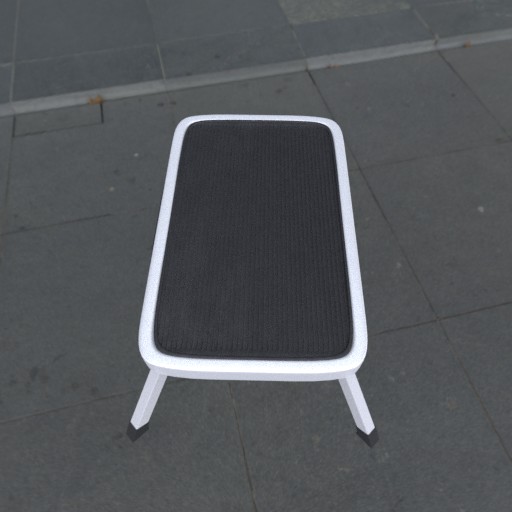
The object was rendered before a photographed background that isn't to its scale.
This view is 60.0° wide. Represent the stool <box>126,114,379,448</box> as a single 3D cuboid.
[{"bbox_3d":[0.000,0.000,0.612,0.320,0.170,0.460,1,57,1],"label":"stool"}]
